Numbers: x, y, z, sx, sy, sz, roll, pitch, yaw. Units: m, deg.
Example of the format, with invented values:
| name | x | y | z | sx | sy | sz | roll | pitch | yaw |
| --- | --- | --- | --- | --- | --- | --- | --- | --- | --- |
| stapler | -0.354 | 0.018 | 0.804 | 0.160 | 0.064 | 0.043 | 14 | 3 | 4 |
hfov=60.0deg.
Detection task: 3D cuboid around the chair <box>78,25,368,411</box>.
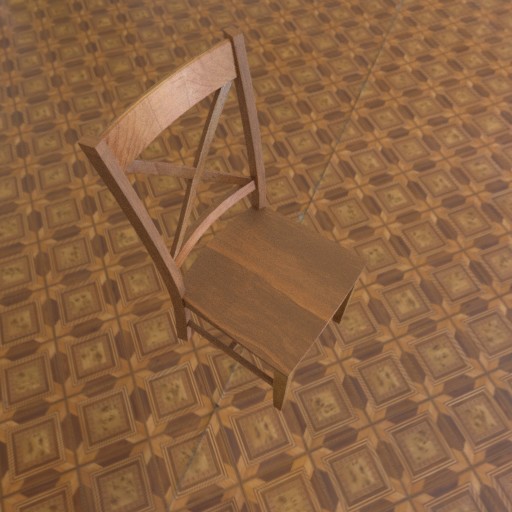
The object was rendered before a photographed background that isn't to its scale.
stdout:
| name | x | y | z | sx | sy | sz | roll | pitch | yaw |
| --- | --- | --- | --- | --- | --- | --- | --- | --- | --- |
| chair | 0.000 | 0.000 | 1.292 | 0.542 | 0.983 | 0.485 | 32 | 63 | 18 |
